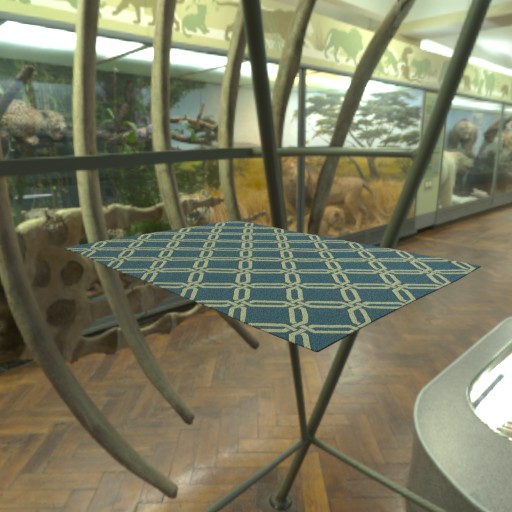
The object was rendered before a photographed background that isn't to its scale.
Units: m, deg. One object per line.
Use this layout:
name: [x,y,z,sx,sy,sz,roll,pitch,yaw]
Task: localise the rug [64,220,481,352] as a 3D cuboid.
rug: [0.000,0.000,2.734,1.524,0.013,2.135,-14,20,-43]
